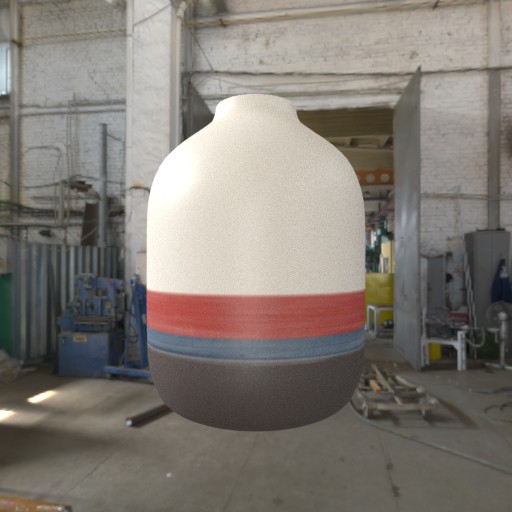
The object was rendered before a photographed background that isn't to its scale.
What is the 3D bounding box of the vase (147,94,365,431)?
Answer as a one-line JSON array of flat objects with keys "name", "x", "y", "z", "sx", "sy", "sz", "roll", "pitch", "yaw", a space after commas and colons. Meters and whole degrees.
[{"name": "vase", "x": 0.000, "y": 0.000, "z": 0.354, "sx": 0.169, "sy": 0.237, "sz": 0.169, "roll": 0, "pitch": -1, "yaw": 0}]
